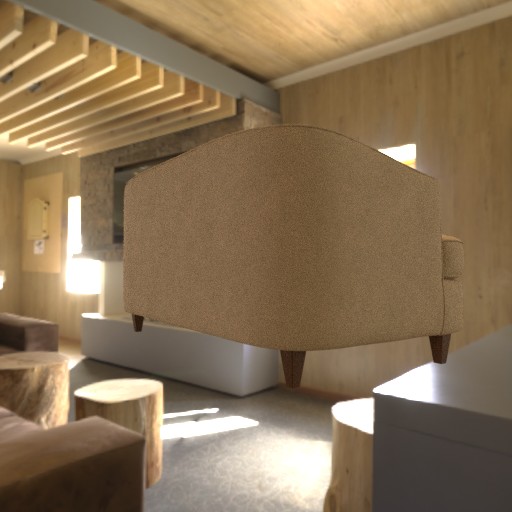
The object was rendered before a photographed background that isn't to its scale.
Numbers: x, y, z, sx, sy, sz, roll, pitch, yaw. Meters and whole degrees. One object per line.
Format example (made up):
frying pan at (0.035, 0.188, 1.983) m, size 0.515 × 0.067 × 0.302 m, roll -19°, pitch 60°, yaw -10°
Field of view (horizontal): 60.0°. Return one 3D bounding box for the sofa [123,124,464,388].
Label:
sofa at (0.000, 0.000, 2.242) m, size 0.940 × 0.878 × 1.731 m, roll 1°, pitch -1°, yaw -35°
